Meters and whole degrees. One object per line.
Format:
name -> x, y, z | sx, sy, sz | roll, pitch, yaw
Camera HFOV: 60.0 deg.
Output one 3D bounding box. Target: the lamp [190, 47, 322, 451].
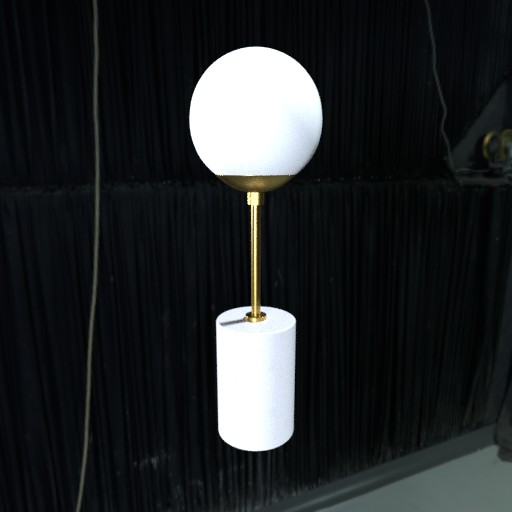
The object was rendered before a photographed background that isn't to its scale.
lamp -> 0.000, 0.000, 0.553 | 0.153, 0.480, 0.153 | 0, 12, 0
